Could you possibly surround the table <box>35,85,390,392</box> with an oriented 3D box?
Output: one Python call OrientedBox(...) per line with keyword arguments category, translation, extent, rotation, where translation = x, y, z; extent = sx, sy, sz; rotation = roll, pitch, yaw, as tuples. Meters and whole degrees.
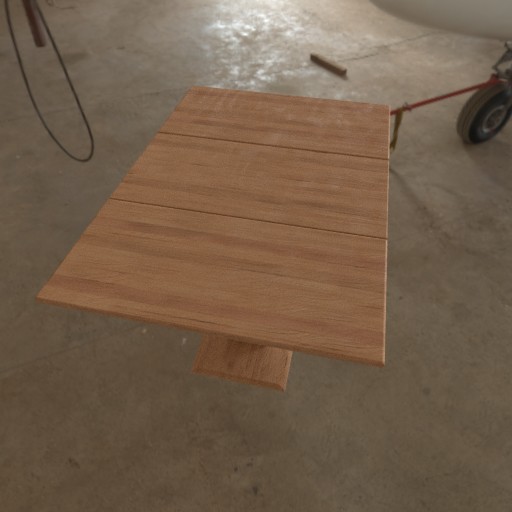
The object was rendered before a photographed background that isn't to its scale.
OrientedBox(category="table", translation=(0.000, 0.000, 1.811), extent=(0.900, 0.770, 1.300), rotation=(9, 46, 9))
